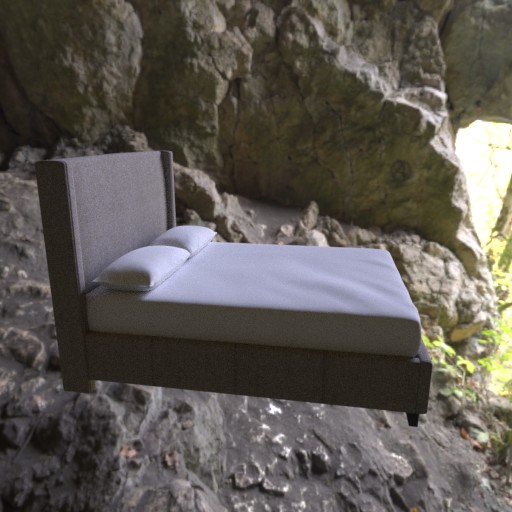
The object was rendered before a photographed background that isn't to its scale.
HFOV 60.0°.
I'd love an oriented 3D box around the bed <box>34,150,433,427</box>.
[{"bbox_3d":[0.000,0.000,3.302,2.245,1.476,1.714,3,15,10],"label":"bed"}]
